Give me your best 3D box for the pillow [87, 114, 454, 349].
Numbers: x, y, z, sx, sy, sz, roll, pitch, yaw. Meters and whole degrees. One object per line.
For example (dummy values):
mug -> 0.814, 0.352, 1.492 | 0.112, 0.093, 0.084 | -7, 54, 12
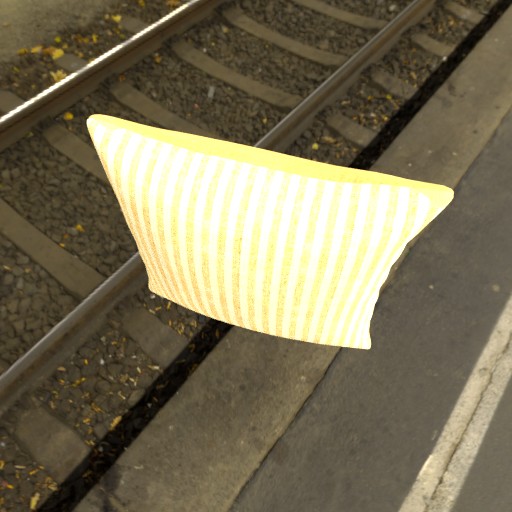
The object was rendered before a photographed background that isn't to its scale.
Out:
pillow -> 0.000, 0.000, 0.644 | 0.419, 0.407, 0.173 | 14, 58, 9
